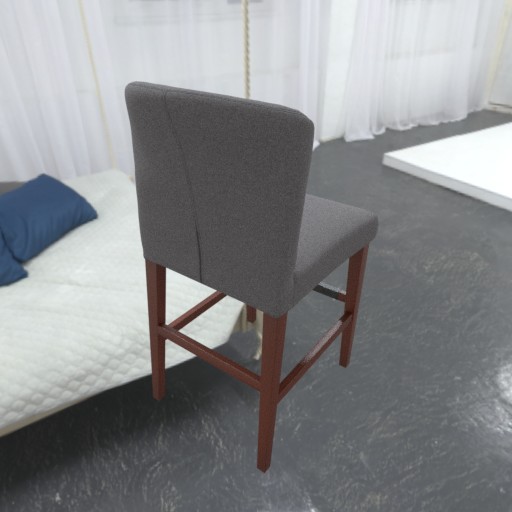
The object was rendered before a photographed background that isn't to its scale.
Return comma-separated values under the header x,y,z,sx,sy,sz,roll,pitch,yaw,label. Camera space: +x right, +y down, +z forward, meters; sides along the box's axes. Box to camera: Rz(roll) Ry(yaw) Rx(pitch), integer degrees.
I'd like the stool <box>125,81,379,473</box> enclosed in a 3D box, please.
x,y,z,sx,sy,sz,roll,pitch,yaw,label
0.000,0.000,1.241,0.481,0.968,0.568,21,36,31,stool
